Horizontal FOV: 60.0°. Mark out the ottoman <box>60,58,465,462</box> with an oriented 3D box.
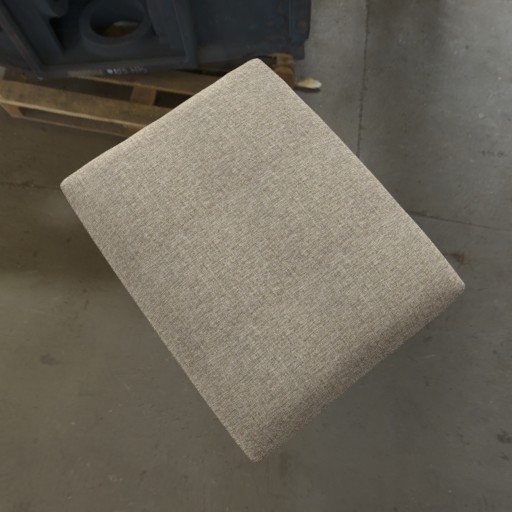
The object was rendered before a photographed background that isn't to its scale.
[{"bbox_3d":[0.000,0.000,1.130,0.584,0.513,0.741,-36,77,-10],"label":"ottoman"}]
